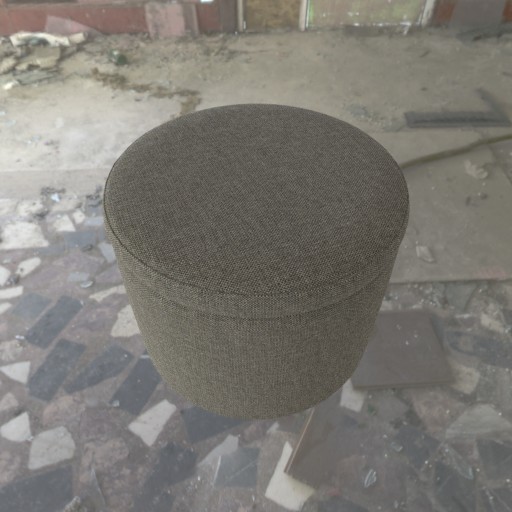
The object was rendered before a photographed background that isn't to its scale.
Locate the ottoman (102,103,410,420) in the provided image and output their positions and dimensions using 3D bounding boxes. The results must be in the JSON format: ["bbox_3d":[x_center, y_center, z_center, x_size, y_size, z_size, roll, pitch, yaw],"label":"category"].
[{"bbox_3d":[0.000,0.000,0.896,0.520,0.430,0.520,0,47,0],"label":"ottoman"}]
